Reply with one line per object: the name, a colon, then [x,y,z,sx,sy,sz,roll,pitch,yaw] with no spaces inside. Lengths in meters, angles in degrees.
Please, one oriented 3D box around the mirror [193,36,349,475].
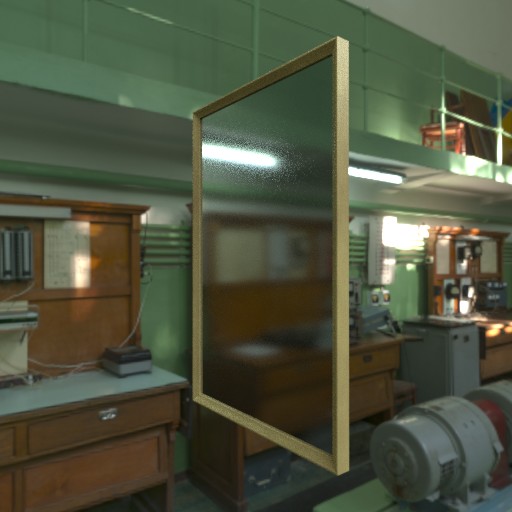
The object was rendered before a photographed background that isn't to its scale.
mirror: [0.000,0.000,1.176,0.041,0.915,0.609,0,0,-37]
